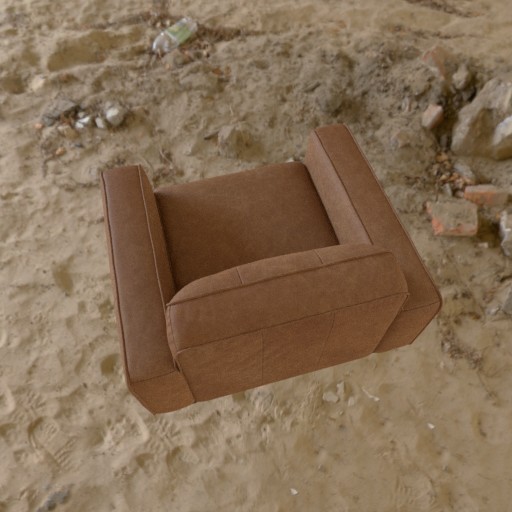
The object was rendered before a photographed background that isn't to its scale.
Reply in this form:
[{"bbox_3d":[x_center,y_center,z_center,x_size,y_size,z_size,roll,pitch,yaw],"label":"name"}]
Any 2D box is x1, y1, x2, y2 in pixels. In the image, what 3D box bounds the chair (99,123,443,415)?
[{"bbox_3d":[0.000,0.000,1.810,1.118,0.782,0.952,-13,59,-8],"label":"chair"}]
